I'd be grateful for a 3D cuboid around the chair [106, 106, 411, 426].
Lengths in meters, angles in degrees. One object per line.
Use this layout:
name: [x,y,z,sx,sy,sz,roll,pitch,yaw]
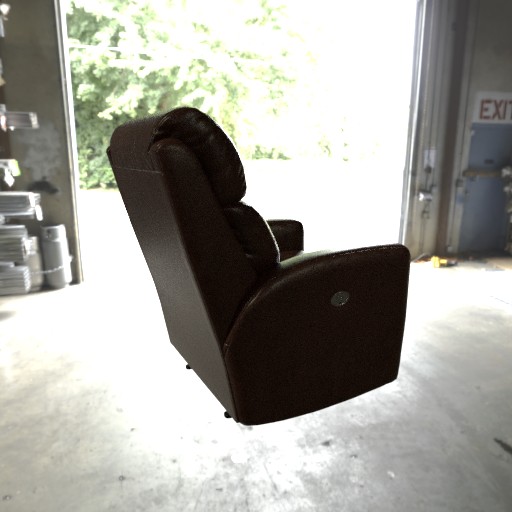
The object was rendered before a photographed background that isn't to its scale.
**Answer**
chair: [0.000,0.000,1.700,0.939,1.016,0.787,-7,15,-27]
